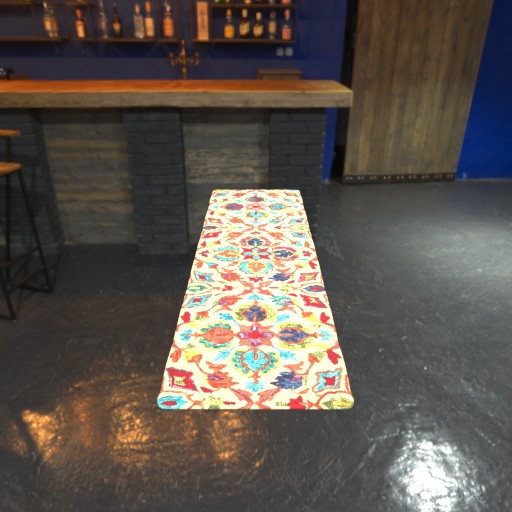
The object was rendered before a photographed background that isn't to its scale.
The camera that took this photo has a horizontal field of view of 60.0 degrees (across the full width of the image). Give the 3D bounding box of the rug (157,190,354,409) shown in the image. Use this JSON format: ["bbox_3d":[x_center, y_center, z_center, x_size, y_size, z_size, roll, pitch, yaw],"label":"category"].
[{"bbox_3d":[0.000,0.000,2.532,0.693,0.016,2.273,0,27,0],"label":"rug"}]
